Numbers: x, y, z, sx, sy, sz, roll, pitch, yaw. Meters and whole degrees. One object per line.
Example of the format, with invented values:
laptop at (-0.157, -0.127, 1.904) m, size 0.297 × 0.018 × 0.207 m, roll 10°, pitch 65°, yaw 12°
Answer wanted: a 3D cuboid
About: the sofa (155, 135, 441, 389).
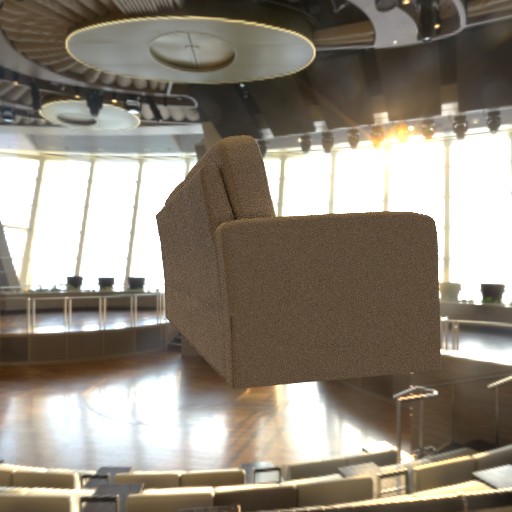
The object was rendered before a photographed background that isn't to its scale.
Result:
sofa at (0.000, 0.000, 2.324) m, size 0.894 × 0.831 × 1.808 m, roll 0°, pitch -1°, yaw -18°
